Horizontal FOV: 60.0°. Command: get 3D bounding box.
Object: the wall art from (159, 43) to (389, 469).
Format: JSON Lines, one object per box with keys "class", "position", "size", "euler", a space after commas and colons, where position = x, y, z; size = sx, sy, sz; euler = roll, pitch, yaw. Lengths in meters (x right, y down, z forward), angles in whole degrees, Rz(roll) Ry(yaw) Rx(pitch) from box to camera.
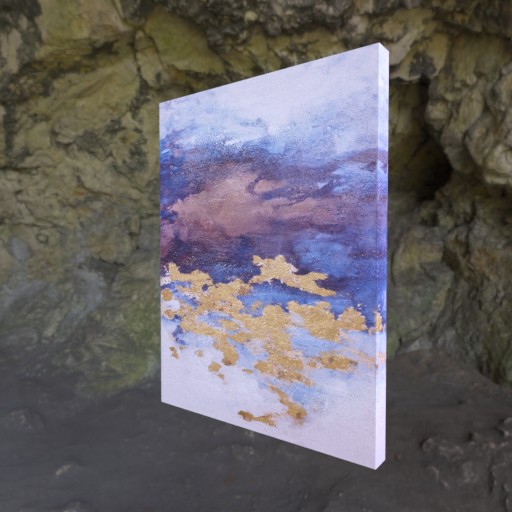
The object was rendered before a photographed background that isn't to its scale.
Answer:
{"class": "wall art", "position": [0.000, 0.000, 0.745], "size": [0.437, 0.581, 0.036], "euler": [1, 2, 37]}
